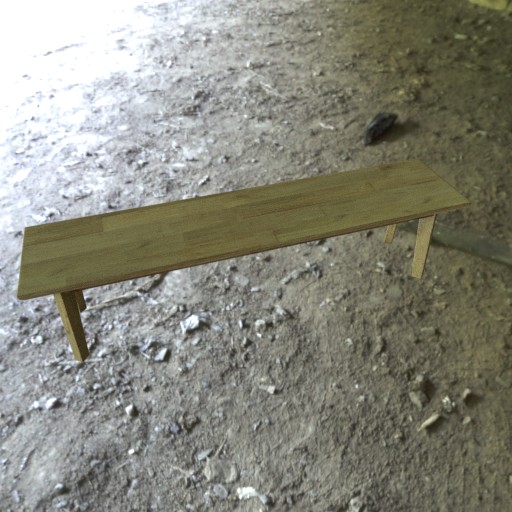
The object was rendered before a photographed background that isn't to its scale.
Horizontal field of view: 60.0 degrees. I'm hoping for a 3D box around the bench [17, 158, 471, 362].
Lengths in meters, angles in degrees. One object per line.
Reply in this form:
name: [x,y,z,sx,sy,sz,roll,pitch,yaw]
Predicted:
bench: [0.000,0.000,1.861,1.698,0.431,0.378,-12,43,-13]
